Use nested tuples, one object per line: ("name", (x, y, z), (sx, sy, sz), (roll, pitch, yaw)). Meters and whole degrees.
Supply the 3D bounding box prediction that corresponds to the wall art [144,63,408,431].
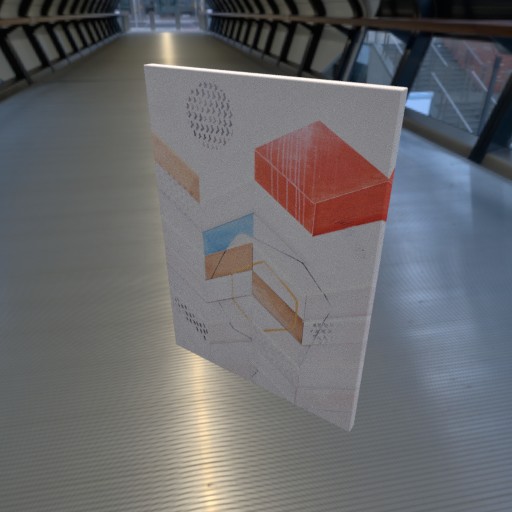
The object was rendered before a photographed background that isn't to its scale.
("wall art", (0.000, 0.000, 1.108), (0.613, 0.848, 0.036), (19, 35, 29))
